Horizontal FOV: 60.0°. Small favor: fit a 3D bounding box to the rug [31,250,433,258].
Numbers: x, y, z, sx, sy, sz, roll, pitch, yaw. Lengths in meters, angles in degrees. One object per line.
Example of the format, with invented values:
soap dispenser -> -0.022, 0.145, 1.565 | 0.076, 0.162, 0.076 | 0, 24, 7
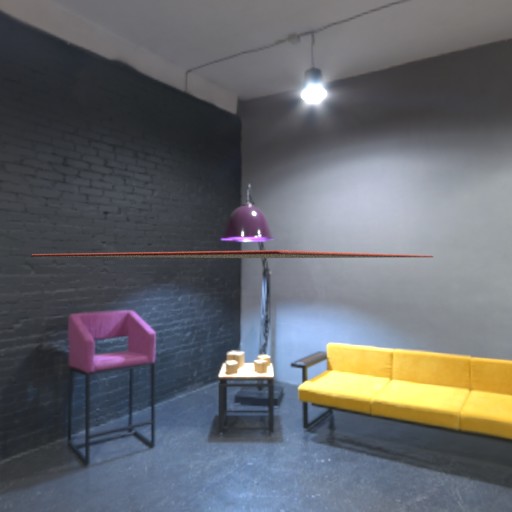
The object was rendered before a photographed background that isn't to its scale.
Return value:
rug -> 0.000, 0.000, 4.101 | 2.430, 0.018, 2.976 | 0, -1, 36
